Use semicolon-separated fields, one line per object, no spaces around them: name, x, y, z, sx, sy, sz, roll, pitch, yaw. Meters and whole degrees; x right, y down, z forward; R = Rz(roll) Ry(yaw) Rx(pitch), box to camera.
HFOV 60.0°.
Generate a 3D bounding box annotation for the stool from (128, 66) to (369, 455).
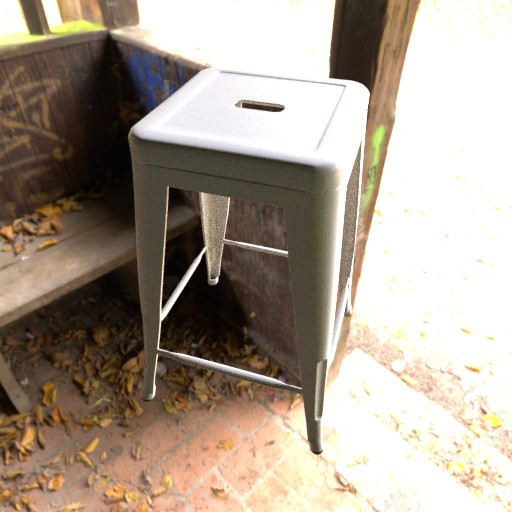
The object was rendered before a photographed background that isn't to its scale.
stool;0.000;0.000;0.873;0.406;0.610;0.406;12;42;13
